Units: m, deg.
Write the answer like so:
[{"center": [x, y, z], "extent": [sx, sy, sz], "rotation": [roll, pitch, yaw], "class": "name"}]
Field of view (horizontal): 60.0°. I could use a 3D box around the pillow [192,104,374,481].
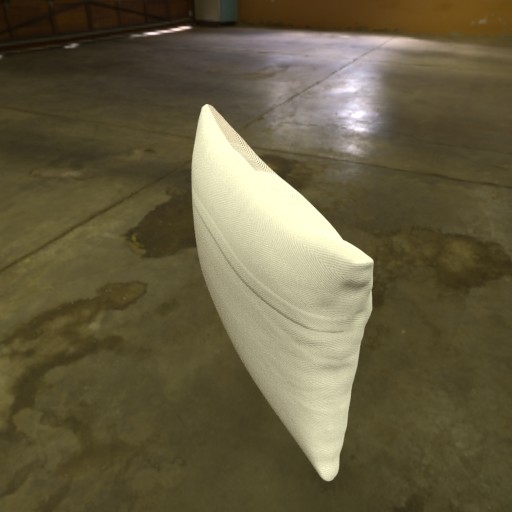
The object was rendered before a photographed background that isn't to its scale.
[{"center": [0.000, 0.000, 0.621], "extent": [0.139, 0.305, 0.506], "rotation": [-11, 34, -17], "class": "pillow"}]
